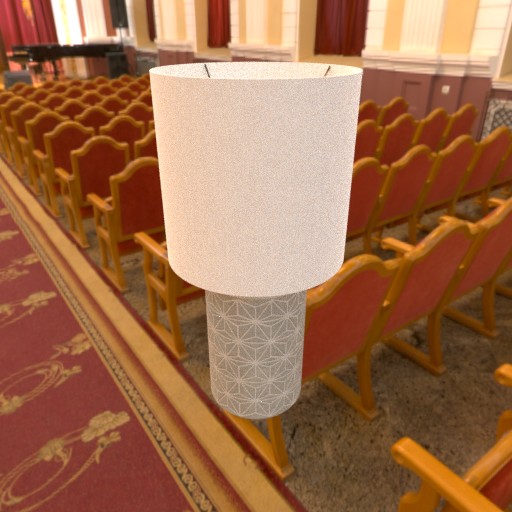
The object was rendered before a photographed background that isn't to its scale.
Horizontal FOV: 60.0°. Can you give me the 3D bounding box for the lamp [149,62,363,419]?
[{"bbox_3d":[0.000,0.000,0.533,0.206,0.416,0.206,-18,32,-31],"label":"lamp"}]
